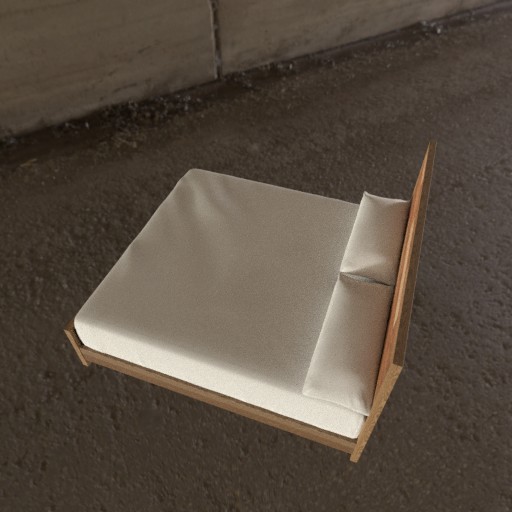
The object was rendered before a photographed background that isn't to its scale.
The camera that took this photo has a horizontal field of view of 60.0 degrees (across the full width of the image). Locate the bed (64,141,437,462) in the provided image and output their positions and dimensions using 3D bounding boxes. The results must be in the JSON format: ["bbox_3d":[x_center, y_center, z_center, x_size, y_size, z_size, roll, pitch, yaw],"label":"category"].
[{"bbox_3d":[0.000,0.000,3.437,2.184,1.295,2.013,15,49,13],"label":"bed"}]
